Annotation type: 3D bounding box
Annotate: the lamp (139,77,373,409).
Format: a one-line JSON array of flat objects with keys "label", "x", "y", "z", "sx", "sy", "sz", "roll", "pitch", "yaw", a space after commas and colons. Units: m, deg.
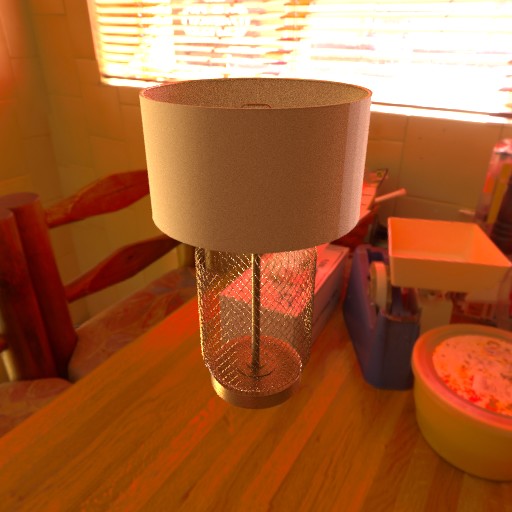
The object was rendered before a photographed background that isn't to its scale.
[{"label": "lamp", "x": 0.000, "y": 0.000, "z": 0.816, "sx": 0.353, "sy": 0.578, "sz": 0.353, "roll": 0, "pitch": 28, "yaw": 0}]
